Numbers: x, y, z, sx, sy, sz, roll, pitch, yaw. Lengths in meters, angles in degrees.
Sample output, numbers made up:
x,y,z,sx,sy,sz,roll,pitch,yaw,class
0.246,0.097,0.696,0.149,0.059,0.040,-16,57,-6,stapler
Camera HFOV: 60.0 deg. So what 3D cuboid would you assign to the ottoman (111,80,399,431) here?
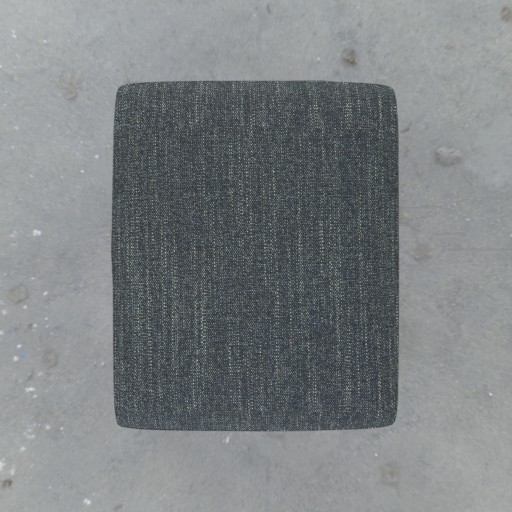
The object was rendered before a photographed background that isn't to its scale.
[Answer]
x,y,z,sx,sy,sz,roll,pitch,yaw,class
0.000,0.000,1.207,0.667,0.491,0.814,0,90,0,ottoman
